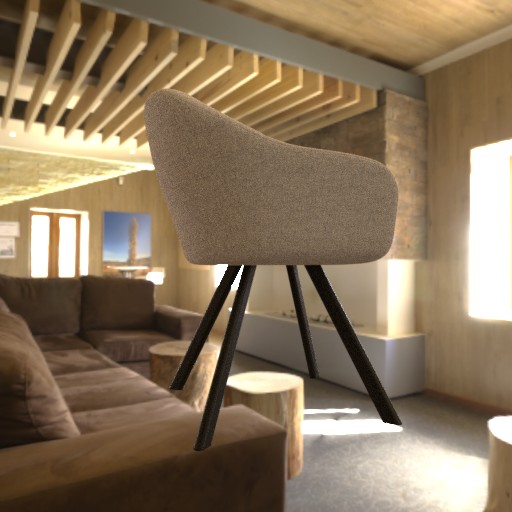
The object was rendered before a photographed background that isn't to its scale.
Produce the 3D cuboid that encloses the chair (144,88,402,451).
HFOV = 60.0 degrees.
[{"bbox_3d":[0.000,0.000,1.160,0.570,0.780,0.540,0,-1,-17],"label":"chair"}]
